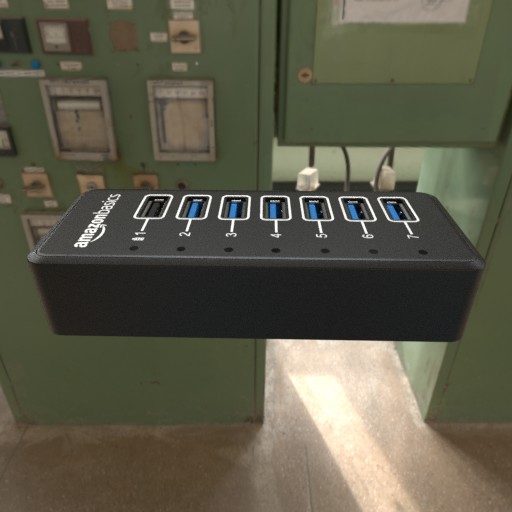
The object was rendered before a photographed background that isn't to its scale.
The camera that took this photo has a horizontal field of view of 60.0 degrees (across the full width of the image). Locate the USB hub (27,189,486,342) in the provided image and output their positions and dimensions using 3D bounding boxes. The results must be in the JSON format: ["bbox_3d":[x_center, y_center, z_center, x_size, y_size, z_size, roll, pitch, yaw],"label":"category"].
[{"bbox_3d":[0.000,0.000,0.127,0.110,0.023,0.044,1,32,1],"label":"USB hub"}]
